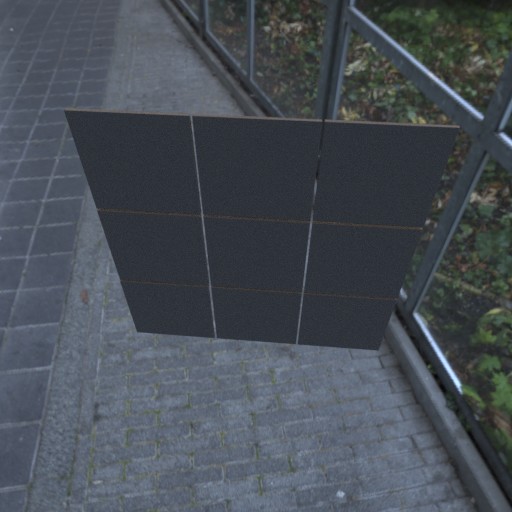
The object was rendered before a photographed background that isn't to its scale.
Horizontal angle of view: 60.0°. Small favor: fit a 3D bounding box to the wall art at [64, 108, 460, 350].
[{"bbox_3d":[0.000,0.000,1.793,1.216,1.216,0.013,4,46,4],"label":"wall art"}]
